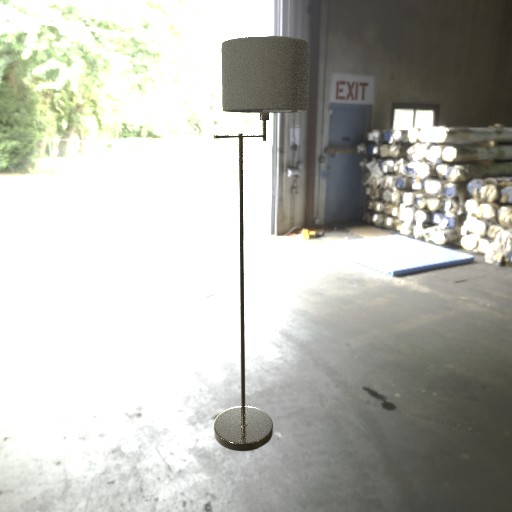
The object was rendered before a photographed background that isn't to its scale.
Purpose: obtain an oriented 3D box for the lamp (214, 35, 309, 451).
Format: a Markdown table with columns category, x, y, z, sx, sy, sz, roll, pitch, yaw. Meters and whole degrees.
| category | x | y | z | sx | sy | sz | roll | pitch | yaw |
| --- | --- | --- | --- | --- | --- | --- | --- | --- | --- |
| lamp | 0.000 | 0.000 | 1.819 | 0.416 | 1.600 | 0.324 | -15 | 21 | -42 |
